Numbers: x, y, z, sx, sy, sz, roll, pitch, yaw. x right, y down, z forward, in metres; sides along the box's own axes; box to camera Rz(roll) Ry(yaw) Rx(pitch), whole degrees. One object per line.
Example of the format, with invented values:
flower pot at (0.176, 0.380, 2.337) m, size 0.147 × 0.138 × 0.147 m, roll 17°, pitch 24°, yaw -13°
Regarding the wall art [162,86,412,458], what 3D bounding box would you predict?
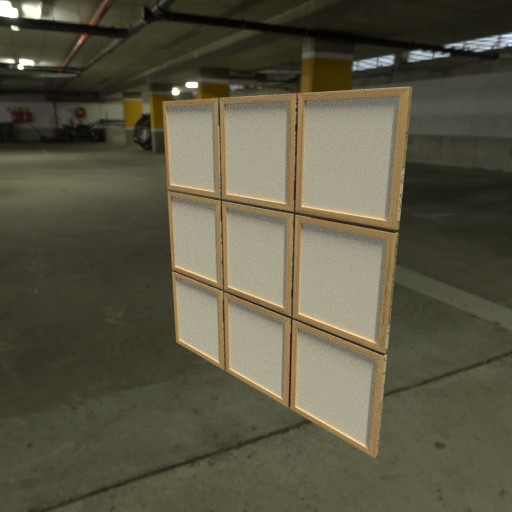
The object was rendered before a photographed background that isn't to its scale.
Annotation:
wall art at (0.000, 0.000, 1.344) m, size 0.013 × 0.913 × 0.904 m, roll -16°, pitch 23°, yaw -42°
